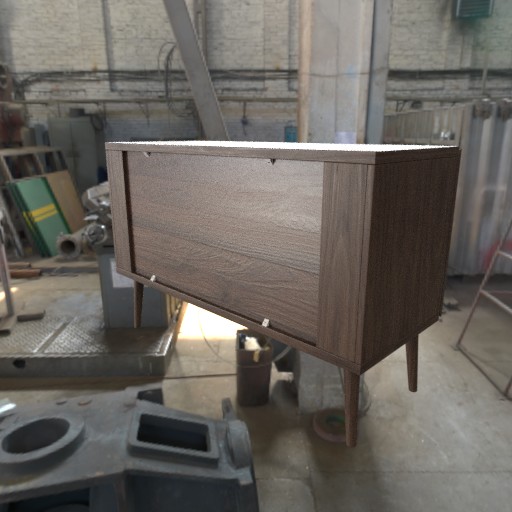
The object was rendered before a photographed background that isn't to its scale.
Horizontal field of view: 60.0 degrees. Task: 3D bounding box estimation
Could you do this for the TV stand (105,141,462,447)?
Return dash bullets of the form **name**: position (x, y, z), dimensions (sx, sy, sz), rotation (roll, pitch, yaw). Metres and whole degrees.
- **TV stand**: position (0.000, 0.000, 1.347), dimensions (0.990, 0.660, 0.405), rotation (15, 21, 42)
